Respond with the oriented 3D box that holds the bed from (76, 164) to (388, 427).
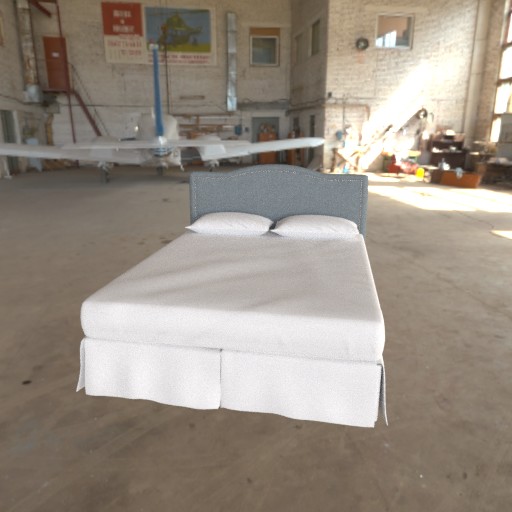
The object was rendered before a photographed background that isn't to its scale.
[{"bbox_3d":[0.000,0.000,4.024,2.161,1.457,2.689,3,16,10],"label":"bed"}]
